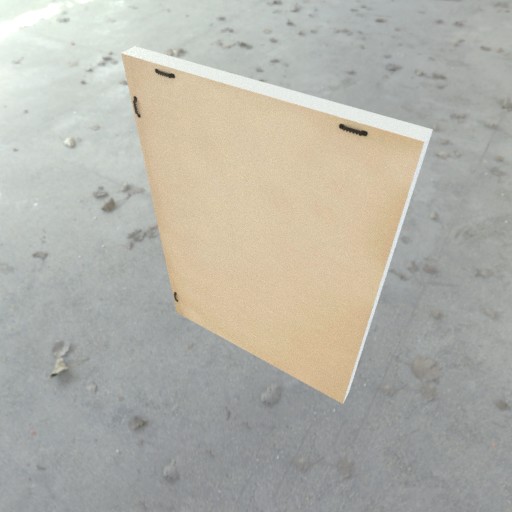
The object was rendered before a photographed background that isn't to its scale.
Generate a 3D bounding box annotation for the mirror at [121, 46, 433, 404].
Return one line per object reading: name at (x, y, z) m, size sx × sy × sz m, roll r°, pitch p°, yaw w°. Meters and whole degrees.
mirror at (0.000, 0.000, 0.901) m, size 0.507 × 0.710 × 0.039 m, roll 24°, pitch 51°, yaw 22°
